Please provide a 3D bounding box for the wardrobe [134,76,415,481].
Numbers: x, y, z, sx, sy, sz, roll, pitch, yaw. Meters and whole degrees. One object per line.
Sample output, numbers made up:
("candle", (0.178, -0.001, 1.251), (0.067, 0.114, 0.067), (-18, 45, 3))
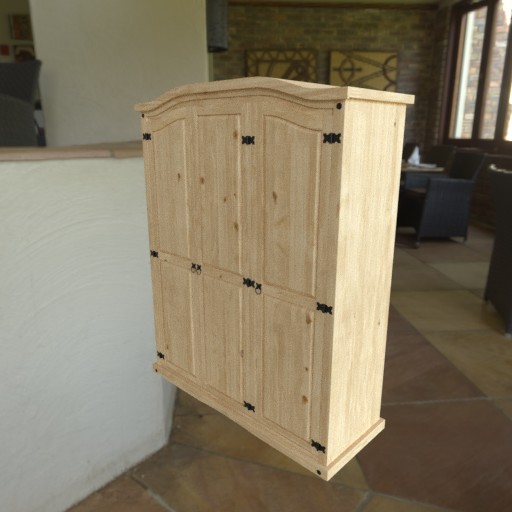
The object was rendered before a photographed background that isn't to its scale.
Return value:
("wardrobe", (0.000, 0.000, 2.593), (1.500, 1.870, 0.570), (14, 21, 42))
